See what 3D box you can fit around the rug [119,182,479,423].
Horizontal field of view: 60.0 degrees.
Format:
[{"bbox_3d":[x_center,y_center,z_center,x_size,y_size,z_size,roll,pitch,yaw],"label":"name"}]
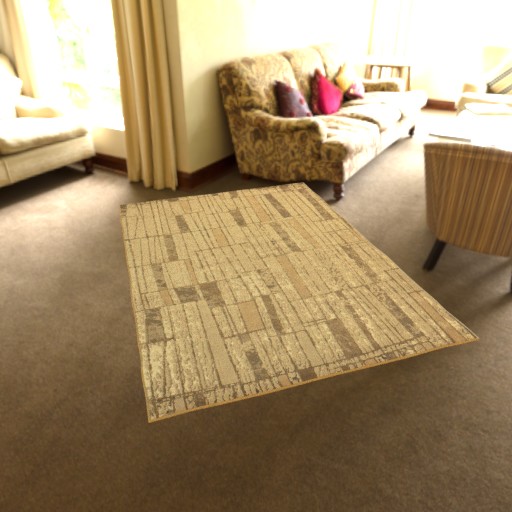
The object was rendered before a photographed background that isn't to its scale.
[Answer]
[{"bbox_3d":[0.000,0.000,4.365,2.449,0.019,3.357,-9,32,-15],"label":"rug"}]
